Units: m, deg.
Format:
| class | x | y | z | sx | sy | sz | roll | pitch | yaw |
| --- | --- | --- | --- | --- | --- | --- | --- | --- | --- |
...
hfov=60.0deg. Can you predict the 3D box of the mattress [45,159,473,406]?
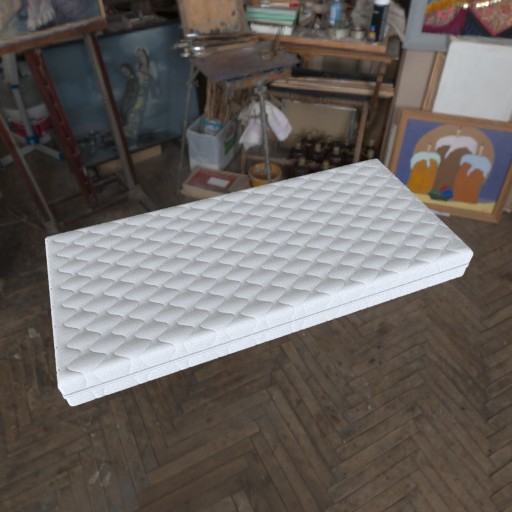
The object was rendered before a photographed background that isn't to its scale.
| class | x | y | z | sx | sy | sz | roll | pitch | yaw |
| --- | --- | --- | --- | --- | --- | --- | --- | --- | --- |
| mattress | 0.000 | 0.000 | 2.302 | 2.000 | 0.200 | 0.900 | -16 | 48 | -15 |
